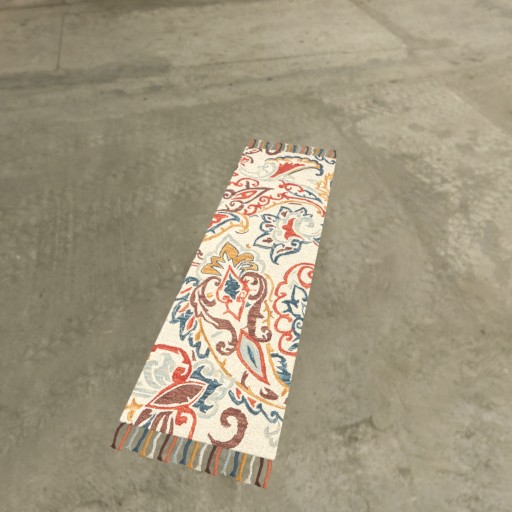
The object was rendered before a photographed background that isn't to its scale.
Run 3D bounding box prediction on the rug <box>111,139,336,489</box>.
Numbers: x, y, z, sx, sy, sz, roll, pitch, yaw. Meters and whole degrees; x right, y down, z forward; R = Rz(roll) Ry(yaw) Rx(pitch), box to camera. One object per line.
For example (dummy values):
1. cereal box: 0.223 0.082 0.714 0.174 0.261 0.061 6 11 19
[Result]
1. rug: 0.000 0.000 2.879 0.763 0.015 2.682 10 47 9
